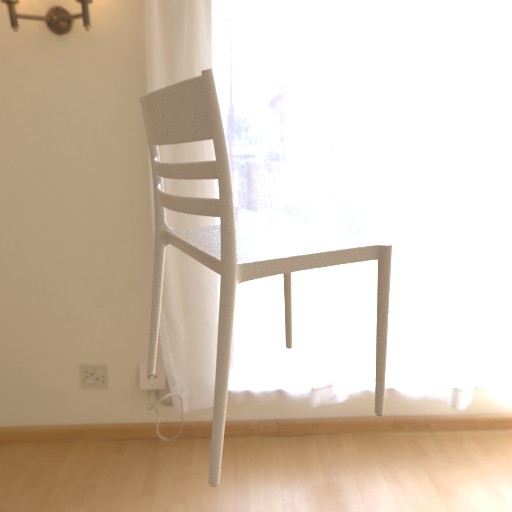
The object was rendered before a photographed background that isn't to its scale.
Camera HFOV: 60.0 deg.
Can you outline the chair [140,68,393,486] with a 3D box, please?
[{"bbox_3d":[0.000,0.000,1.137,0.511,0.800,0.531,-7,15,-27],"label":"chair"}]
